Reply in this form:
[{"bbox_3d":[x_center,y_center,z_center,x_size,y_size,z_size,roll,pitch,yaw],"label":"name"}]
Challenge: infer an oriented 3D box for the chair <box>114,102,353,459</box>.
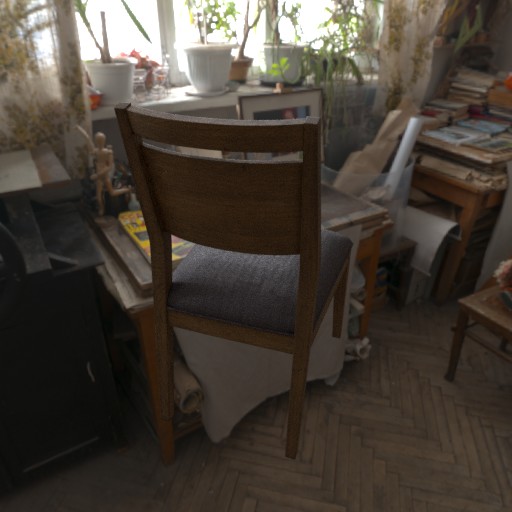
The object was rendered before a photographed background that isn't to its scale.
[{"bbox_3d":[0.000,0.000,1.307,0.501,0.939,0.610,10,31,16],"label":"chair"}]
